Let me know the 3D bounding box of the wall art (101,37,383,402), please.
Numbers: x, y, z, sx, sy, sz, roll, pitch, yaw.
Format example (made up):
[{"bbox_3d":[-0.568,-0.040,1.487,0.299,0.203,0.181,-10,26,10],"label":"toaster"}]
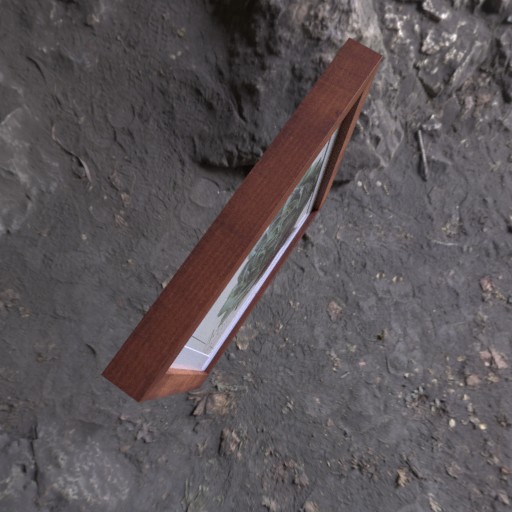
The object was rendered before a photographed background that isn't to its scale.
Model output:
[{"bbox_3d":[0.000,0.000,0.578,0.038,0.385,0.386,33,77,8],"label":"wall art"}]
